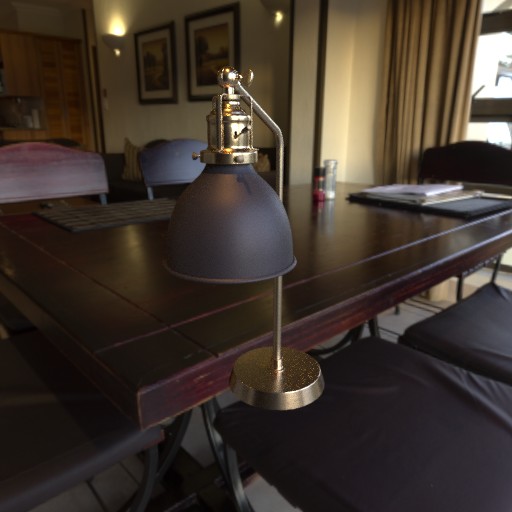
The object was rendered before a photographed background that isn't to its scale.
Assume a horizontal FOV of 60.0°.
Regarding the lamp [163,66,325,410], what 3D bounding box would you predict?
[{"bbox_3d":[0.000,0.000,0.592,0.160,0.456,0.291,9,19,27],"label":"lamp"}]
